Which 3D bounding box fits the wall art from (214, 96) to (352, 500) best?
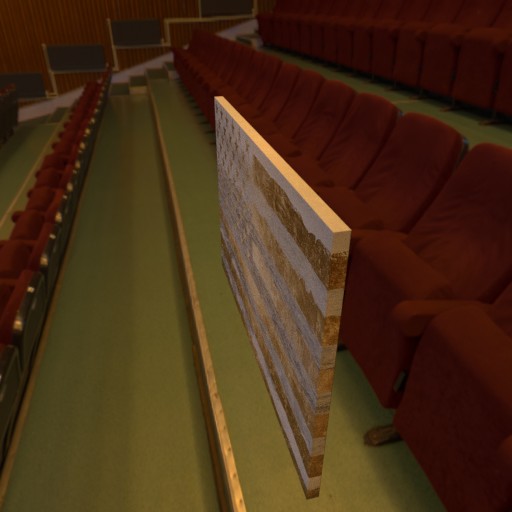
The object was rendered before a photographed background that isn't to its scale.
[{"bbox_3d":[0.000,0.000,1.134,0.027,0.610,0.932,-7,31,-12],"label":"wall art"}]
